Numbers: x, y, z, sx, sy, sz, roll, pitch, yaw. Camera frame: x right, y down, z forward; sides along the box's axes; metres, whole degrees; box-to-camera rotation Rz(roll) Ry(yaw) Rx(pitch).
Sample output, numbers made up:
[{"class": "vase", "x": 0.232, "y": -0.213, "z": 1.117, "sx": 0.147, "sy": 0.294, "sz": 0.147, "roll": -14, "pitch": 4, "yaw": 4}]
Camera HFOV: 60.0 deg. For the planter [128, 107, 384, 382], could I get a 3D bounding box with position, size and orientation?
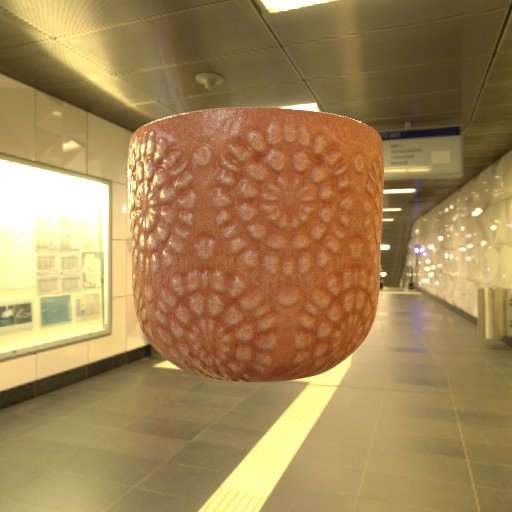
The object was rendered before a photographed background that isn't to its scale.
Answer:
[{"class": "planter", "x": 0.000, "y": 0.000, "z": 0.223, "sx": 0.124, "sy": 0.109, "sz": 0.124, "roll": 0, "pitch": 0, "yaw": 0}]
